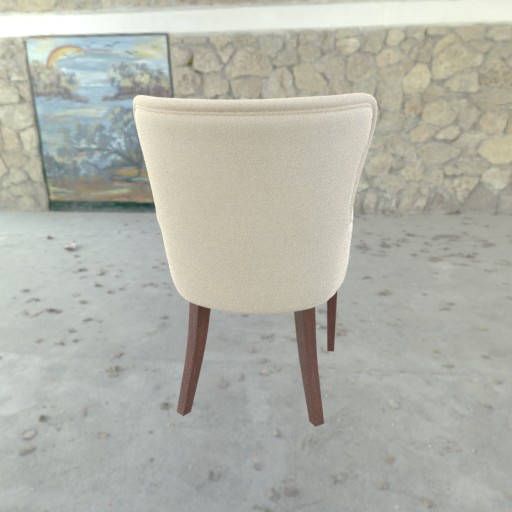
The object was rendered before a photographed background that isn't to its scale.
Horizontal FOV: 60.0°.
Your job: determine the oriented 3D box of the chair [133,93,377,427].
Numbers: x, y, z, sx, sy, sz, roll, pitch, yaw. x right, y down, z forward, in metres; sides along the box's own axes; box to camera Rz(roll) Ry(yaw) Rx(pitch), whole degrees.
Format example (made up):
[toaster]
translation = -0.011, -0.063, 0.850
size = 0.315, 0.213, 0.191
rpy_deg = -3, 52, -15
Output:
[chair]
translation = 0.000, 0.000, 1.476
size = 0.696, 0.990, 0.744
rpy_deg = 2, 16, 7
